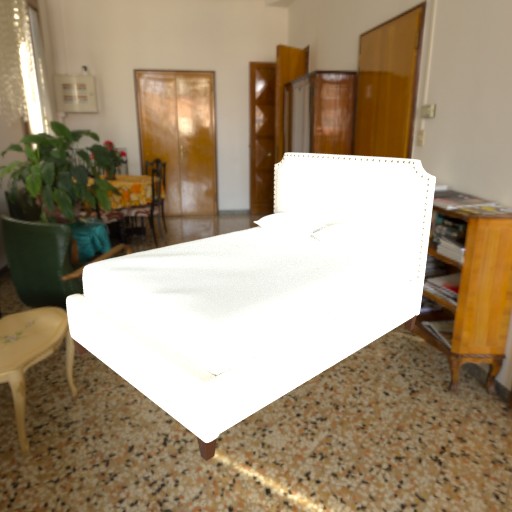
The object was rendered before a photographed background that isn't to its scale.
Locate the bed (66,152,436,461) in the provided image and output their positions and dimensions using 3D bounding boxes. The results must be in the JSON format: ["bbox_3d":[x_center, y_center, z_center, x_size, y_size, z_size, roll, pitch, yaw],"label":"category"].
[{"bbox_3d":[0.000,0.000,3.459,2.365,1.443,1.712,-15,22,-42],"label":"bed"}]
